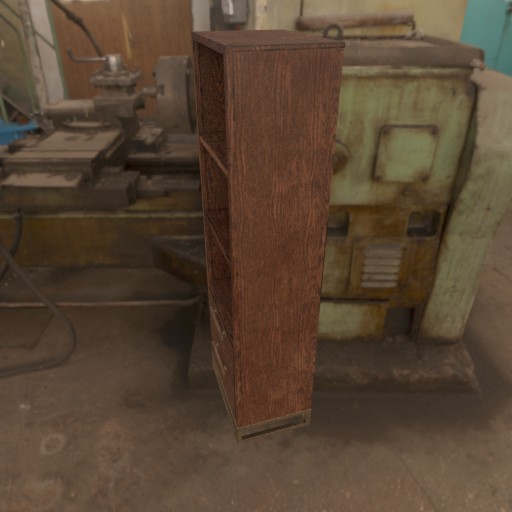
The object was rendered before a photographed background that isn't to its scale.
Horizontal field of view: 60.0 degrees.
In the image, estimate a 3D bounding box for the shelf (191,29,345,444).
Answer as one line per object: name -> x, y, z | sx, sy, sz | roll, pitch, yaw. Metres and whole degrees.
shelf -> 0.000, 0.000, 1.943 | 0.395, 1.732, 0.539 | -9, 32, -15
